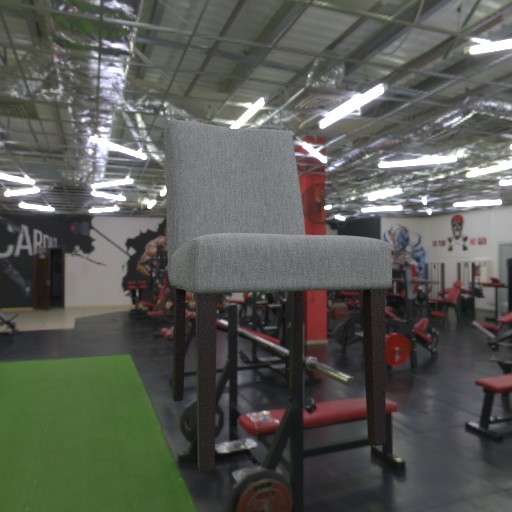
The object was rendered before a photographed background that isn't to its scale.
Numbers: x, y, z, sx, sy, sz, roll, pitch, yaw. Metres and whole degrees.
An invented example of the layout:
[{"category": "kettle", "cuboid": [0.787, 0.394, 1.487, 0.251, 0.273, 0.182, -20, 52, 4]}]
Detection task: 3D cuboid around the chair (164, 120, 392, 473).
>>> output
[{"category": "chair", "cuboid": [0.000, 0.000, 1.251, 0.487, 0.884, 0.629, 0, 0, -18]}]
